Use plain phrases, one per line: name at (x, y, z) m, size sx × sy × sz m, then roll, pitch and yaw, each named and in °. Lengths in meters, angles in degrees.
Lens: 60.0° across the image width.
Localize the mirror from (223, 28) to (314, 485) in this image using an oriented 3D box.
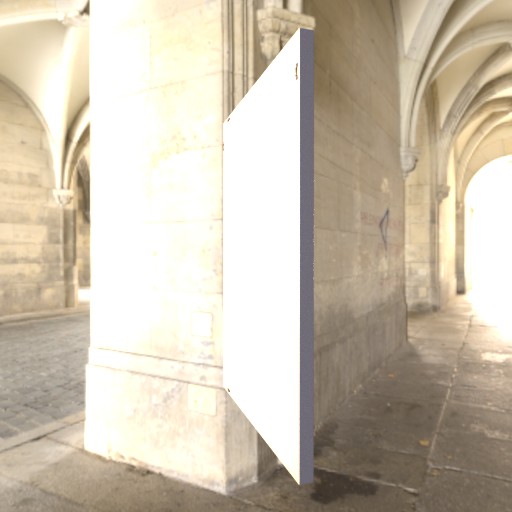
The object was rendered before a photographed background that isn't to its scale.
mirror at (0.000, 0.000, 1.354) m, size 0.040 × 1.016 × 0.762 m, roll 0°, pitch 0°, yaw -17°
